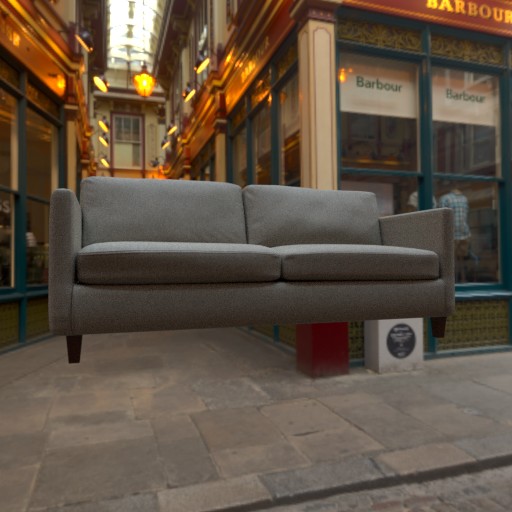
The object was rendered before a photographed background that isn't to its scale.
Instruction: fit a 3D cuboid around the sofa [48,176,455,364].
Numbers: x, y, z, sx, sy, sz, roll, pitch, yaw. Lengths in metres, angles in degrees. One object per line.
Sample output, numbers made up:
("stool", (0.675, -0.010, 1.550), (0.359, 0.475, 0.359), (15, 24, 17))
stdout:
("sofa", (0.000, 0.000, 2.679), (2.208, 0.963, 0.956), (0, -1, -19))
